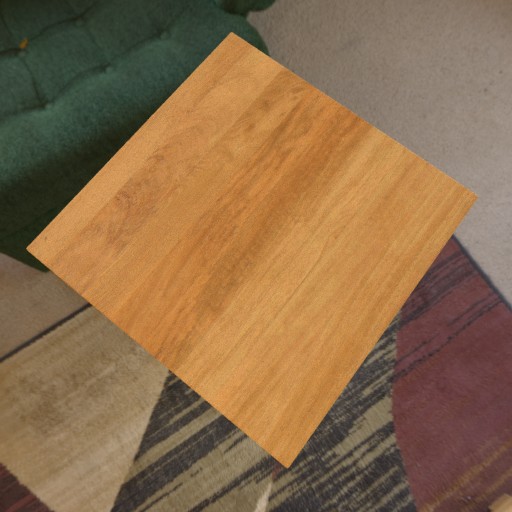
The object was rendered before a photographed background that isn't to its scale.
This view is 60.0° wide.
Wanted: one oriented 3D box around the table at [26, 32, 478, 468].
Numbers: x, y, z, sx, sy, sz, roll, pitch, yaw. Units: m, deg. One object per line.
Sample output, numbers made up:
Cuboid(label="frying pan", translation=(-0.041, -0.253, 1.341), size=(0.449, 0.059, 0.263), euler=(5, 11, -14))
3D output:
Cuboid(label="table", translation=(0.000, 0.000, 1.062), size=(0.599, 0.500, 0.599), euler=(37, 78, 9))
